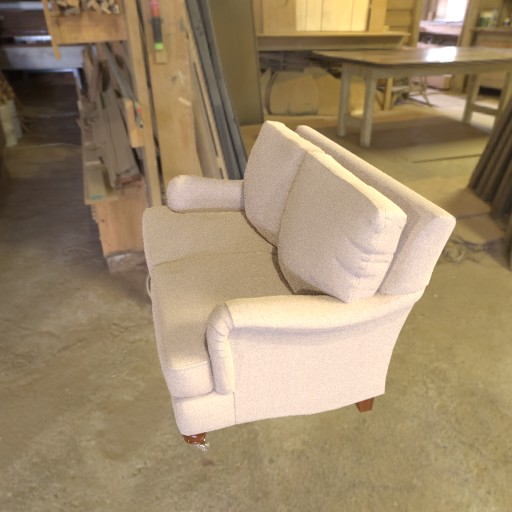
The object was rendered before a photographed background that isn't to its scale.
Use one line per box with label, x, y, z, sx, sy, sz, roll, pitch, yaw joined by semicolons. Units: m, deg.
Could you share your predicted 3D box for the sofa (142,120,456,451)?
sofa;0.000;0.000;2.254;1.087;1.048;1.508;-8;30;-14
